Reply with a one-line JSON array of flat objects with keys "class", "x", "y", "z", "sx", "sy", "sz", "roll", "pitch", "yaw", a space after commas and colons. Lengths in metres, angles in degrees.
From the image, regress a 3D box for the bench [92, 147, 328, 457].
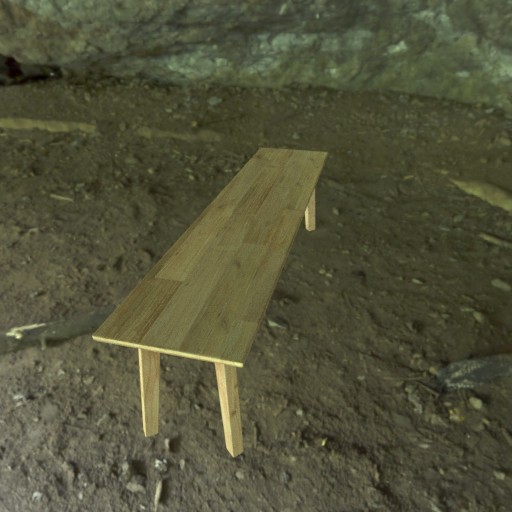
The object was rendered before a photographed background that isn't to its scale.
[{"class": "bench", "x": 0.000, "y": 0.000, "z": 1.845, "sx": 0.378, "sy": 0.431, "sz": 1.698, "roll": 7, "pitch": 30, "yaw": 13}]
